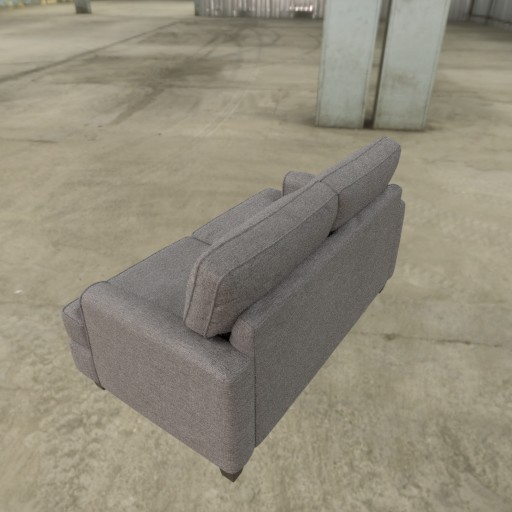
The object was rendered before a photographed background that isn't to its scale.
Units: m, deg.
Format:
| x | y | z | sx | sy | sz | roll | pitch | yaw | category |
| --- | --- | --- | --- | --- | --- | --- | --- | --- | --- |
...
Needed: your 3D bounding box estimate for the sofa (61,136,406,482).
| x | y | z | sx | sy | sz | roll | pitch | yaw | category |
| --- | --- | --- | --- | --- | --- | --- | --- | --- | --- |
| 0.000 | 0.000 | 2.199 | 0.965 | 0.965 | 1.651 | 20 | 37 | 29 | sofa |
